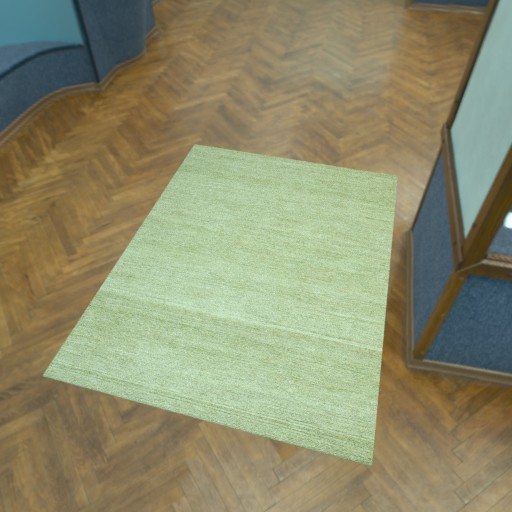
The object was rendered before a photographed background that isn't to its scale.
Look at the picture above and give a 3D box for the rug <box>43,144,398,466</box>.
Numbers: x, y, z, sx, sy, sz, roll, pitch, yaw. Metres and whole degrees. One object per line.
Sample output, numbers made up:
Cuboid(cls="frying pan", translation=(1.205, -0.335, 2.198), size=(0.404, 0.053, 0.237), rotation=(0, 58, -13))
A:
Cuboid(cls="rug", translation=(0.000, 0.000, 4.137), size=(2.425, 0.016, 3.198), rotation=(11, 48, 10))
